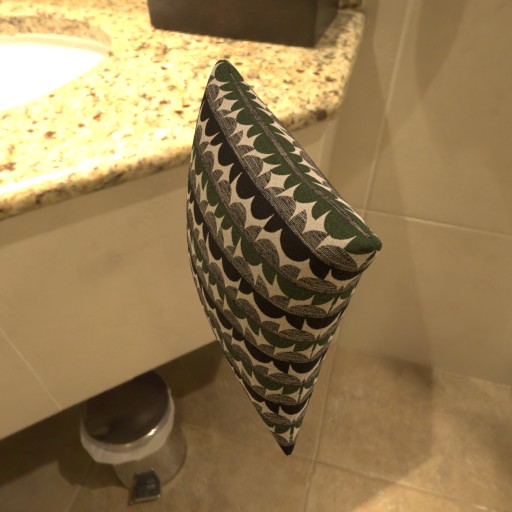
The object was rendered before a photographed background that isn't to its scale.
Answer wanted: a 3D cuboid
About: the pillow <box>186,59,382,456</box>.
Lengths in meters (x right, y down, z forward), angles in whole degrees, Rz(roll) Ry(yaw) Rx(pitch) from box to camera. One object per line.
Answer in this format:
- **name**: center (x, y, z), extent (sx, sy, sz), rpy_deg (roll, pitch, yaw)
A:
- **pillow**: center (0.000, 0.000, 0.637), extent (0.180, 0.404, 0.419), rpy_deg (-16, 48, -15)
